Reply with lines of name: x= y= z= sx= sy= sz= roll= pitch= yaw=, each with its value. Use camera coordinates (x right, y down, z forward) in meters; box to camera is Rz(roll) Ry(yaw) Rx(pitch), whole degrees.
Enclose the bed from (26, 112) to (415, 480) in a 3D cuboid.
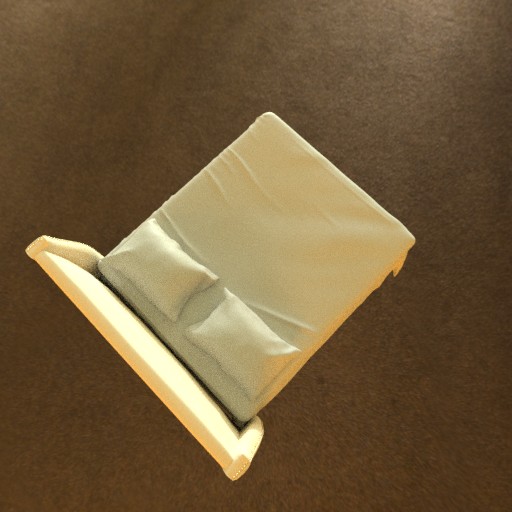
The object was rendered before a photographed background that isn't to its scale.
bed: x=0.000 y=0.000 z=3.453 sx=1.925 sy=1.332 sz=2.276 roll=44 pitch=80 yaw=10
